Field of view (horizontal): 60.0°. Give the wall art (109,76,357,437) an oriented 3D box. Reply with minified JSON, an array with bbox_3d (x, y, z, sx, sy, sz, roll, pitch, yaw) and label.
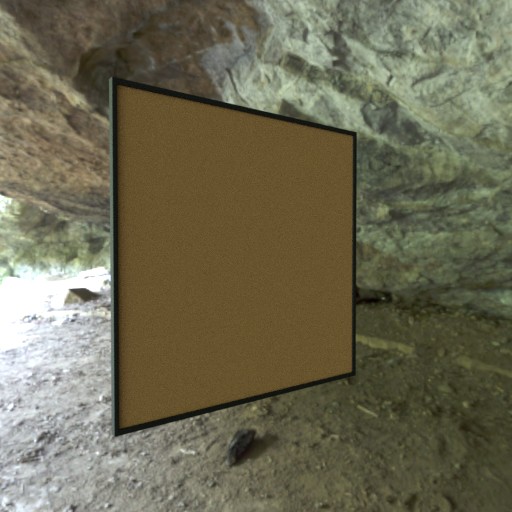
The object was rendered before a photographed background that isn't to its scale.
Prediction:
[{"bbox_3d":[0.000,0.000,0.703,0.458,0.457,0.013,-1,2,-36],"label":"wall art"}]
